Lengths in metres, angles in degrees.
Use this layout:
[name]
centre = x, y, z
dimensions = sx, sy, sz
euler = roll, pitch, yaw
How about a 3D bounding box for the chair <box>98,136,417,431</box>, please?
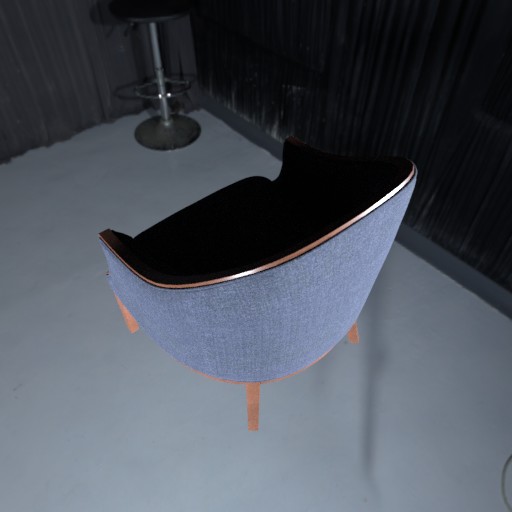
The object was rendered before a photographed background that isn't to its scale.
[chair]
centre = 0.000, 0.000, 1.442
dimensions = 0.803, 0.876, 0.735
euler = -33, 56, -26
